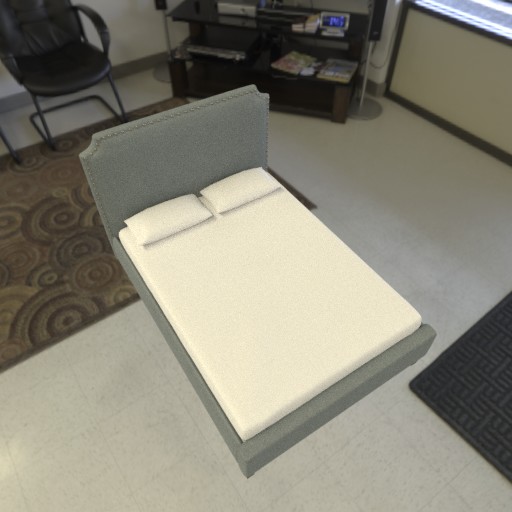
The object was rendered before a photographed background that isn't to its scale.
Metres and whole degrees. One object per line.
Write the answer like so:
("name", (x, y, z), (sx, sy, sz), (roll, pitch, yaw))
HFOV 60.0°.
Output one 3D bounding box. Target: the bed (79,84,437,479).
("bed", (0.000, 0.000, 3.441), (1.712, 1.443, 2.372), (-26, 53, -21))
